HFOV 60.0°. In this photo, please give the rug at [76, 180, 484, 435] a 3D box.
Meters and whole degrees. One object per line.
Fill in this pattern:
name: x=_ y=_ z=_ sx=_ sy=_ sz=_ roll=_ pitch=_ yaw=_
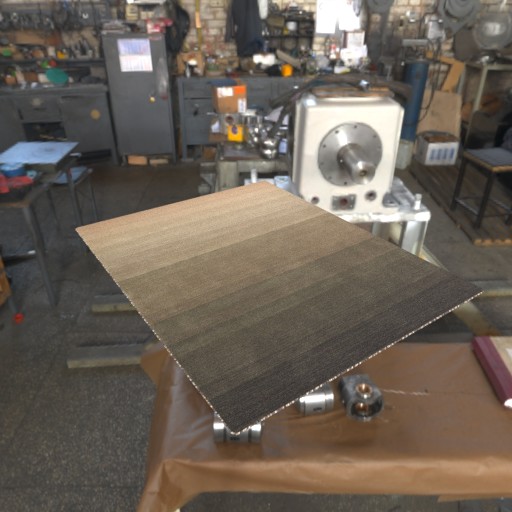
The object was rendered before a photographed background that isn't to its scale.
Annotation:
rug: x=0.000 y=0.000 z=3.880 sx=2.306 sy=0.017 sz=2.902 roll=-19 pitch=35 yaw=-30
